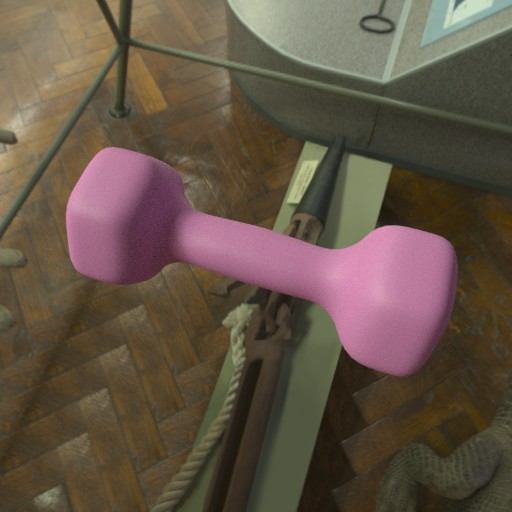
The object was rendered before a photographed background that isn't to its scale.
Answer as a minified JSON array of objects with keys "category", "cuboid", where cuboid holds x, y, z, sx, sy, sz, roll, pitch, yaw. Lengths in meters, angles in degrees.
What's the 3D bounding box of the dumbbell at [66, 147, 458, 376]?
[{"category":"dumbbell","cuboid":[0.000,0.000,0.191,0.159,0.058,0.064,17,65,8]}]
